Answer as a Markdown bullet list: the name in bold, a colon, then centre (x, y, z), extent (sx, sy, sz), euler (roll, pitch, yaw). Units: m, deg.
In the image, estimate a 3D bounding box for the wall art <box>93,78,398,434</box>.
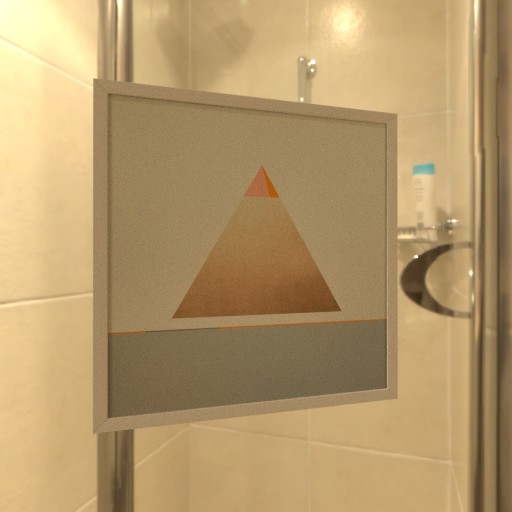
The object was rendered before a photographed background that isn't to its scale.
- **wall art**: centre (0.000, 0.000, 0.444), extent (0.305, 0.304, 0.038), euler (0, 0, -18)
